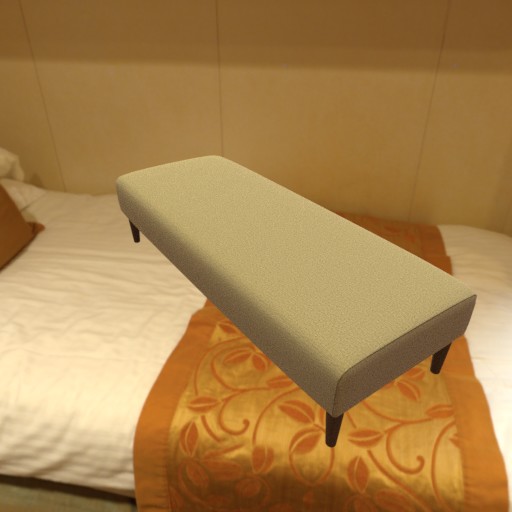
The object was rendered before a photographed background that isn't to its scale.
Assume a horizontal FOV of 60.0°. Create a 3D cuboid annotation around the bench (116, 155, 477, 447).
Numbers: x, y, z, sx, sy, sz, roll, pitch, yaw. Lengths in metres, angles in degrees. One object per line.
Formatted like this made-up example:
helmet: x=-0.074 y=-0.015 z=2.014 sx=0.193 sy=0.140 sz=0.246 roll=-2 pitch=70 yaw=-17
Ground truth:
bench: x=0.000 y=0.000 z=1.893 sx=0.646 sy=0.393 sz=1.609 roll=-20 pitch=37 yaw=-29
